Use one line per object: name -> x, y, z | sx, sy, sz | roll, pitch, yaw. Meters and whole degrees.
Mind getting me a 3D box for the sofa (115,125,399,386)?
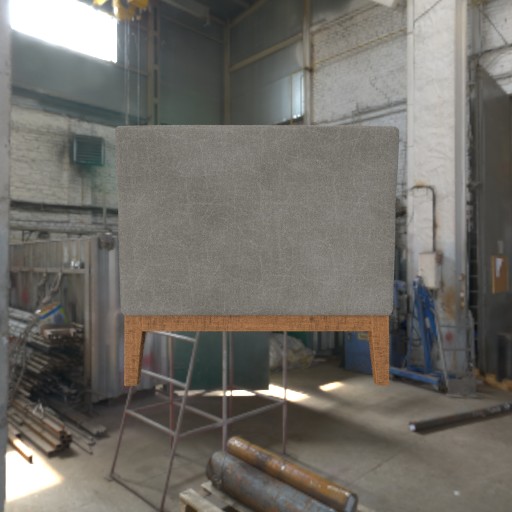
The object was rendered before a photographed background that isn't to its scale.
sofa -> 0.000, 0.000, 2.241 | 0.894, 0.859, 1.779 | 0, -1, 0
